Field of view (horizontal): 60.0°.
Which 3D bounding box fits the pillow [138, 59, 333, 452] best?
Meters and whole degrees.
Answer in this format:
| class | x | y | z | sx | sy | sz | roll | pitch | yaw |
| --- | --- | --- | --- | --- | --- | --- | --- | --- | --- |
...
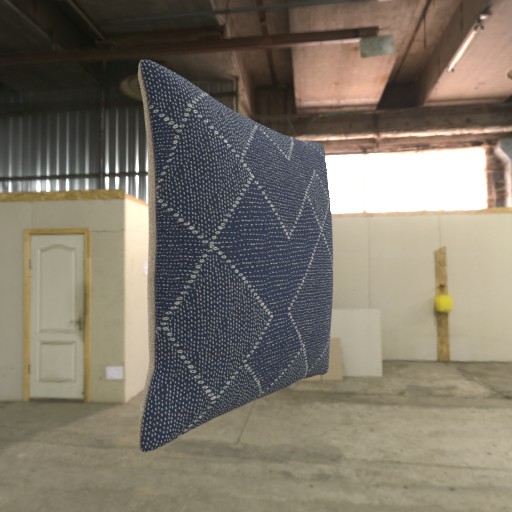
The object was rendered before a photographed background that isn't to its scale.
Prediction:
| class | x | y | z | sx | sy | sz | roll | pitch | yaw |
| --- | --- | --- | --- | --- | --- | --- | --- | --- | --- |
| pillow | 0.000 | 0.000 | 0.657 | 0.148 | 0.428 | 0.435 | -1 | -1 | 35 |
